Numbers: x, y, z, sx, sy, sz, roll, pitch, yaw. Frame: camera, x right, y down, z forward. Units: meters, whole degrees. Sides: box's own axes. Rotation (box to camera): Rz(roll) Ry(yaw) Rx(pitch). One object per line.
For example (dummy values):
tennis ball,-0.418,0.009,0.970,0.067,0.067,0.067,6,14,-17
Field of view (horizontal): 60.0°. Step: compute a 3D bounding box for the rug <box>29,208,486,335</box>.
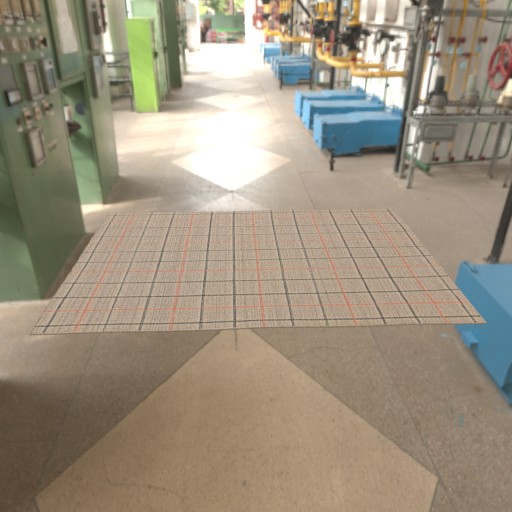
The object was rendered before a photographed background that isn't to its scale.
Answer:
rug,0.000,0.000,2.306,1.829,0.013,1.220,-1,28,-2
